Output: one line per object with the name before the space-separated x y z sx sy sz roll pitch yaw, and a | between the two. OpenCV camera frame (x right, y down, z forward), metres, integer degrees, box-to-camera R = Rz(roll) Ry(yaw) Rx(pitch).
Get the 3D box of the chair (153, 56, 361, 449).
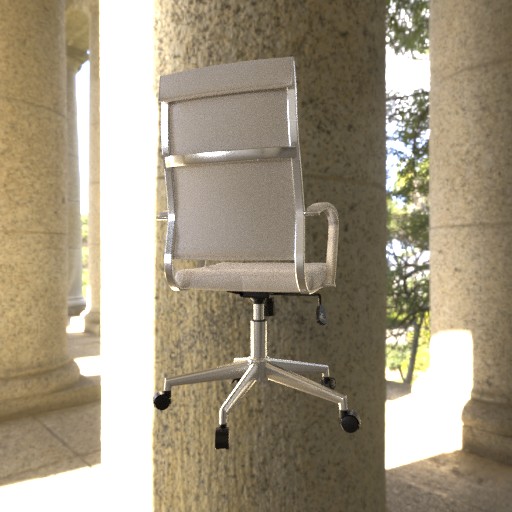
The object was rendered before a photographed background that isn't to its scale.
chair | 0.000 0.000 1.638 0.766 1.149 0.739 0 0 18
